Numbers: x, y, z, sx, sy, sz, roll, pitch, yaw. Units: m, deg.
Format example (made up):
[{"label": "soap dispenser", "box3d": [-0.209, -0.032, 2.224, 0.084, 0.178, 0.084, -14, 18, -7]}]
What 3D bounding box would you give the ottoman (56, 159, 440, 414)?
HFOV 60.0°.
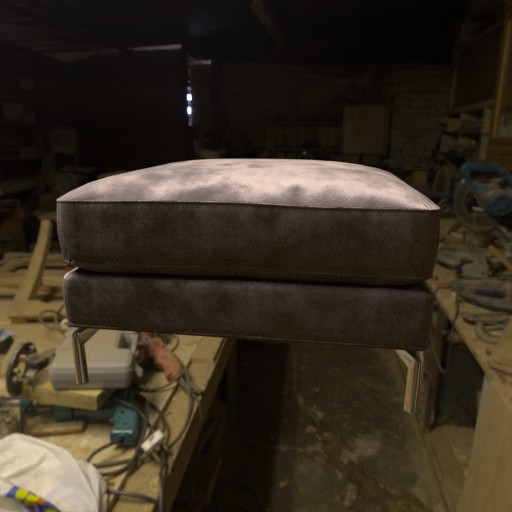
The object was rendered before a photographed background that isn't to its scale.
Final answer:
[{"label": "ottoman", "box3d": [0.000, 0.000, 1.073, 0.719, 0.456, 0.520, 2, 16, 8]}]
